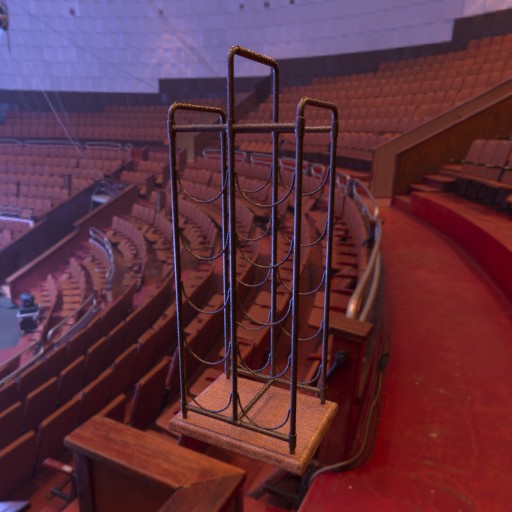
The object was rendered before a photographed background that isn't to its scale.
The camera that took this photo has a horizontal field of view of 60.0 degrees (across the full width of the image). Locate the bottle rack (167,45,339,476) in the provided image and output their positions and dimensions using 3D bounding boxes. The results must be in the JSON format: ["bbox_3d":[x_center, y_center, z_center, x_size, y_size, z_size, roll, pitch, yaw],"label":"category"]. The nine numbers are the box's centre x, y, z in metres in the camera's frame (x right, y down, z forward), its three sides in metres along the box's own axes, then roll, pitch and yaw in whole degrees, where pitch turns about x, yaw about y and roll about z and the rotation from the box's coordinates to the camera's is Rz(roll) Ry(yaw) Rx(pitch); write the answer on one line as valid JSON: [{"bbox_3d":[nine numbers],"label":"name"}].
[{"bbox_3d":[0.000,0.000,0.803,0.276,0.680,0.208,7,16,26],"label":"bottle rack"}]
